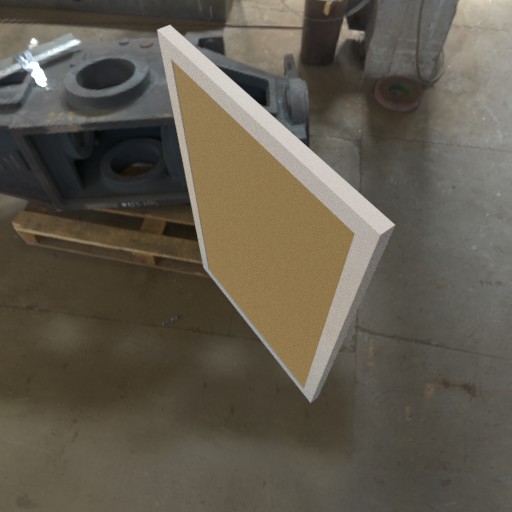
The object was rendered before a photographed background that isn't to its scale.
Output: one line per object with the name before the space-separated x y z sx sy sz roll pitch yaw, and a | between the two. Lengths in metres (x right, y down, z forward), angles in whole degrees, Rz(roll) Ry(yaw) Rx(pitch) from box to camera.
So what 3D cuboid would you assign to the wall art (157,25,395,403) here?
wall art | 0.000 0.000 1.412 0.038 1.143 0.764 -32 63 -19
